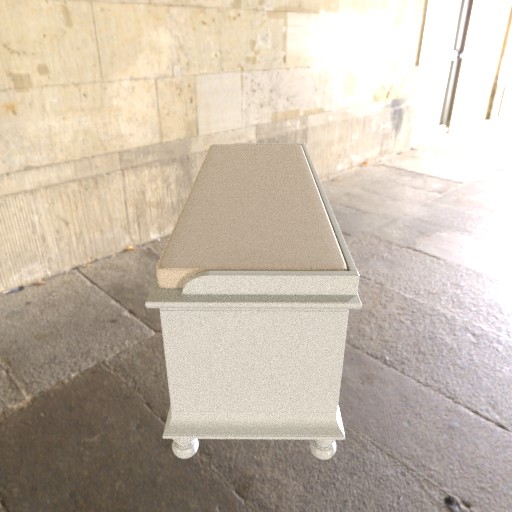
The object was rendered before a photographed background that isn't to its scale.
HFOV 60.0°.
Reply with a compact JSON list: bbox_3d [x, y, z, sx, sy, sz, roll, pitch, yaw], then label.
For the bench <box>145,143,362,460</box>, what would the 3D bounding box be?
[{"bbox_3d":[0.000,0.000,1.437,0.402,0.486,1.185,0,27,0],"label":"bench"}]
